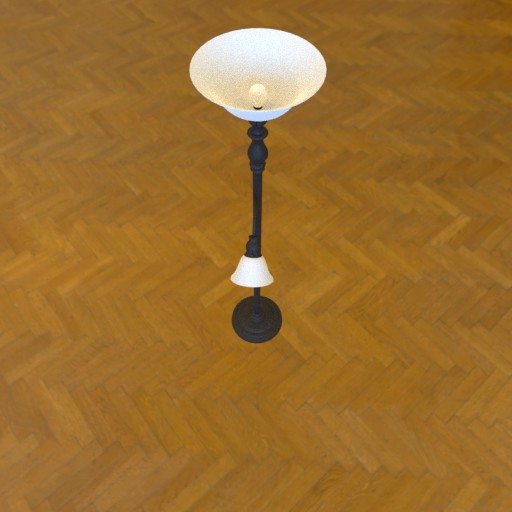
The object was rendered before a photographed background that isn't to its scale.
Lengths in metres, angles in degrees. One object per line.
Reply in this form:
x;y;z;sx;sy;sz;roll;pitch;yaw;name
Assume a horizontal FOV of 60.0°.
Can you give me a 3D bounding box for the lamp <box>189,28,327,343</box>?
0.000;0.000;2.019;0.405;1.793;0.588;3;57;2;lamp
